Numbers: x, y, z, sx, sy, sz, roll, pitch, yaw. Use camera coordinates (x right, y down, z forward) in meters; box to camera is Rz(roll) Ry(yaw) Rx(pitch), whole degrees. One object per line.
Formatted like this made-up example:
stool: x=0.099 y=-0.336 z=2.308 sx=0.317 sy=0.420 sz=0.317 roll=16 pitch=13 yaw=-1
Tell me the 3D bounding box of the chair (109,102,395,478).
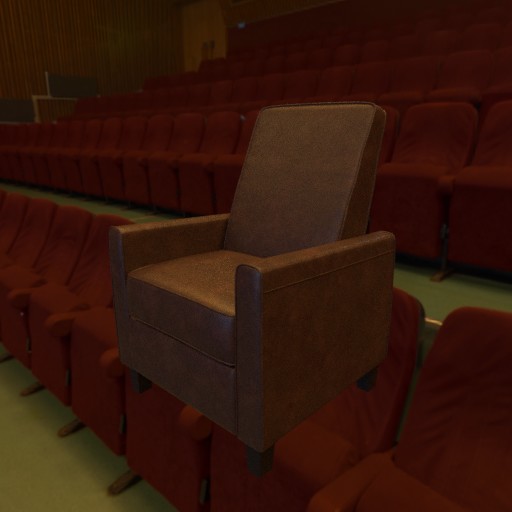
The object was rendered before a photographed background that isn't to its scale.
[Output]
chair: x=0.000 y=0.000 z=1.516 sx=0.705 sy=1.013 sz=0.746 roll=15 pitch=21 yaw=41
